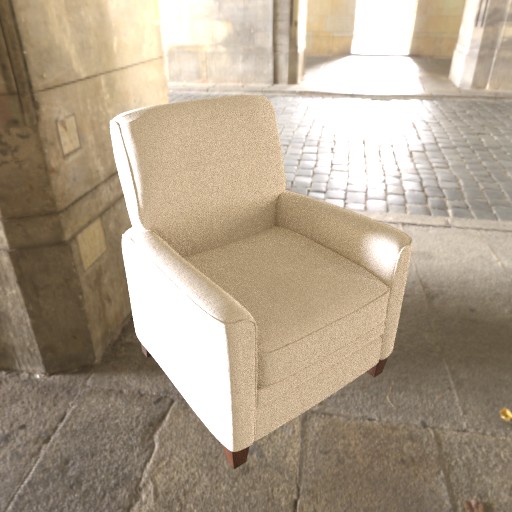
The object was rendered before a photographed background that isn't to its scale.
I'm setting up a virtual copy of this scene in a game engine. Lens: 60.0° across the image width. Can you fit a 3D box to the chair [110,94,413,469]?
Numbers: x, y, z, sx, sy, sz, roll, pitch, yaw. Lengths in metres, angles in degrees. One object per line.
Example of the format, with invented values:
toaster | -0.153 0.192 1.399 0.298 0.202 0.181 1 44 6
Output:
chair | 0.000 0.000 1.664 0.841 1.028 0.858 -20 35 -32
